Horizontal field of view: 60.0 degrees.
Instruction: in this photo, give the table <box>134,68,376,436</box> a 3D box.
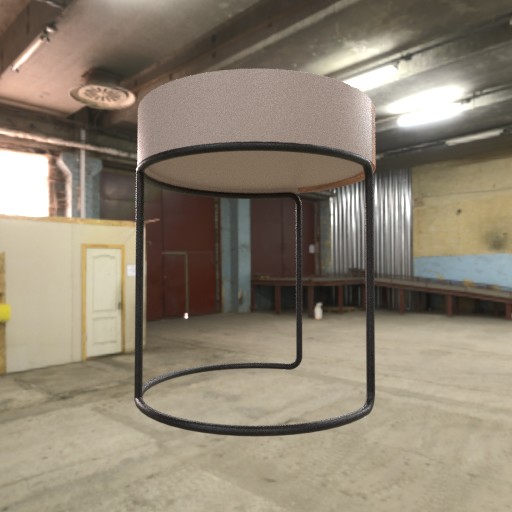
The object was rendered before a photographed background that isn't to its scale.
[{"bbox_3d":[0.000,0.000,0.857,0.450,0.530,0.450,0,-2,0],"label":"table"}]
